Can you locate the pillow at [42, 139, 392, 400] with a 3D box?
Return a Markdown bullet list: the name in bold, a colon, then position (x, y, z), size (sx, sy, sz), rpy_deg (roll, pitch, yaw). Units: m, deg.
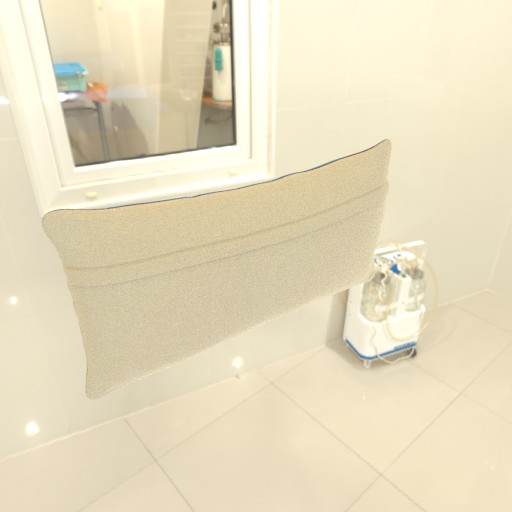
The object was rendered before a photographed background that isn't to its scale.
- **pillow**: position (0.000, 0.000, 0.731), size (0.604, 0.307, 0.148), rpy_deg (-19, 35, -29)
